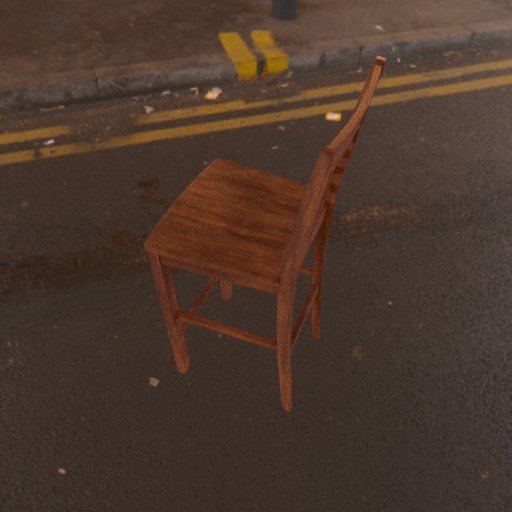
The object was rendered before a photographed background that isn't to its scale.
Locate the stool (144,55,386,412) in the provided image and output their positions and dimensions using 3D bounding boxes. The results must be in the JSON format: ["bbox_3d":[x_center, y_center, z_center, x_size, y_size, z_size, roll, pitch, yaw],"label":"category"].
[{"bbox_3d":[0.000,0.000,1.341,0.487,1.105,0.433,18,49,16],"label":"stool"}]
